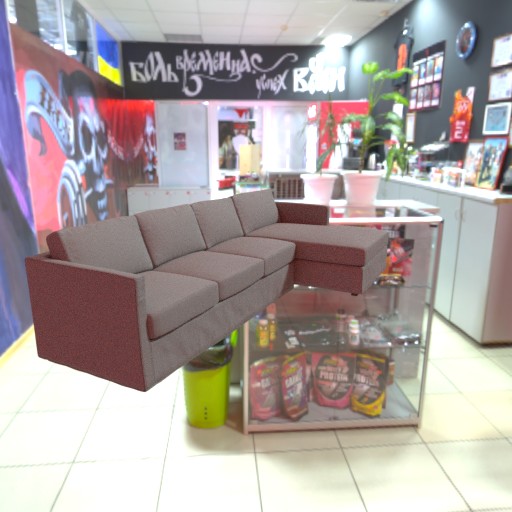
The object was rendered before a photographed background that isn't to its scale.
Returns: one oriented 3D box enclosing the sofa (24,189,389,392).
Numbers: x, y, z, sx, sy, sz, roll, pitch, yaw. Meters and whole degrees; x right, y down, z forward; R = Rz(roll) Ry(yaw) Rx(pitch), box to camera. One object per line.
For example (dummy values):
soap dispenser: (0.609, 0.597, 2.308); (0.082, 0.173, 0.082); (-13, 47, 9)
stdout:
sofa: (0.000, 0.000, 3.822); (1.622, 0.867, 3.177); (8, 16, 27)
